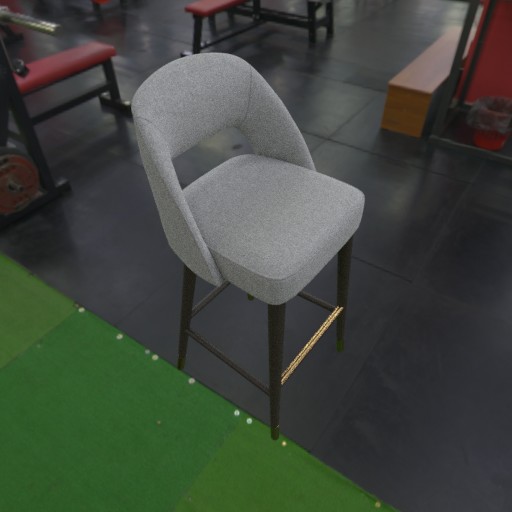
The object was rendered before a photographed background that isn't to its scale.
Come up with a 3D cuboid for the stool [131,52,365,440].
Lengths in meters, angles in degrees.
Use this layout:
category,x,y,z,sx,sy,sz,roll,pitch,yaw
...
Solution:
category,x,y,z,sx,sy,sz,roll,pitch,yaw
stool,0.000,0.000,1.329,0.509,1.037,0.494,28,50,26
